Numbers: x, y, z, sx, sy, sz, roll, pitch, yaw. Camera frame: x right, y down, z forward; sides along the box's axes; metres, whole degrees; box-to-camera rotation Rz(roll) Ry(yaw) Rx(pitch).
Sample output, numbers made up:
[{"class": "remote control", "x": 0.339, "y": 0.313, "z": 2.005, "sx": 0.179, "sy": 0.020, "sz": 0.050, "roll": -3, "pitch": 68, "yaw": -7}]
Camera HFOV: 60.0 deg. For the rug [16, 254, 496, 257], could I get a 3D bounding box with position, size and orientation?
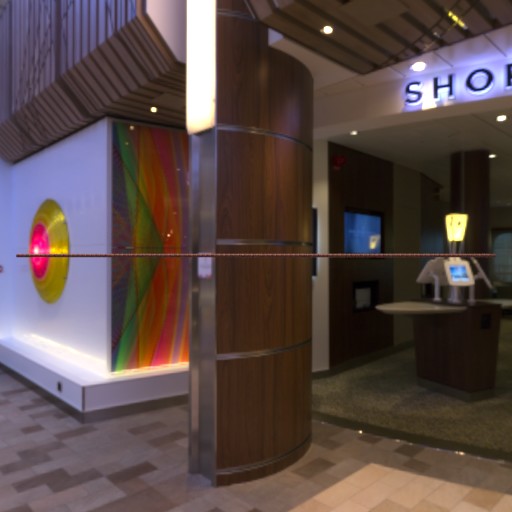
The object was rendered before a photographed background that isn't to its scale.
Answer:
[{"class": "rug", "x": 0.000, "y": 0.000, "z": 5.744, "sx": 4.578, "sy": 0.033, "sz": 3.033, "roll": 0, "pitch": 0, "yaw": 0}]
